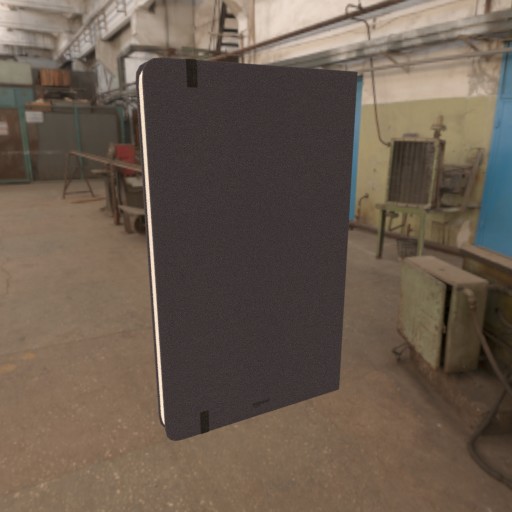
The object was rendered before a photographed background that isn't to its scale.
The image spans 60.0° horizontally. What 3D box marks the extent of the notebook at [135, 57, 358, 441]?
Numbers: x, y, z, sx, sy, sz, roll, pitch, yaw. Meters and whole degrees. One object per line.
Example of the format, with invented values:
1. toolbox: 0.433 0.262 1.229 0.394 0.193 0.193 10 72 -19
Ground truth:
1. notebook: 0.000 0.000 0.268 0.127 0.213 0.016 -8 18 -26
